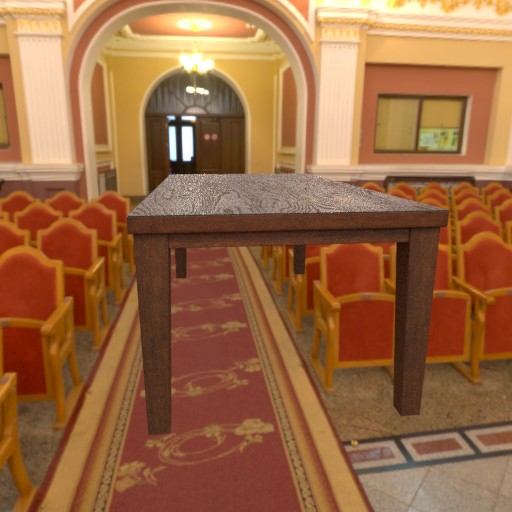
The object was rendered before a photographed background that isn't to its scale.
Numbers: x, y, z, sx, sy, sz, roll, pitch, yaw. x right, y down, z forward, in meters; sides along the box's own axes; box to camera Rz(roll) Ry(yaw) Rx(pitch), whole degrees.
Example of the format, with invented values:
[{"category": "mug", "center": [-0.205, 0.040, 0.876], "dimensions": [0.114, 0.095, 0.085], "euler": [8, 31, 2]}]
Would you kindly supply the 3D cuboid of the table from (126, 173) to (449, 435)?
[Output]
[{"category": "table", "center": [0.000, 0.000, 2.413], "dimensions": [1.016, 0.762, 1.981], "euler": [-2, 14, -7]}]
